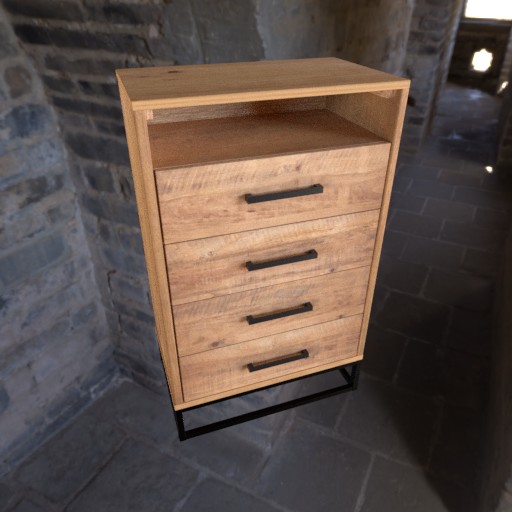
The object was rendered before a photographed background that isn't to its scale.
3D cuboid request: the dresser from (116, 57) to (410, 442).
[{"bbox_3d":[0.000,0.000,1.616,0.761,1.240,0.479,-11,33,-16],"label":"dresser"}]
